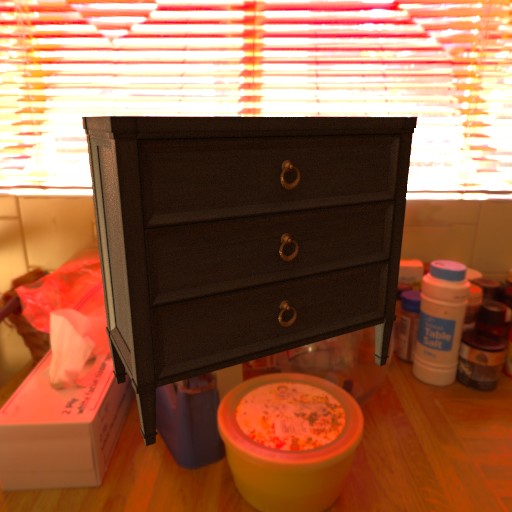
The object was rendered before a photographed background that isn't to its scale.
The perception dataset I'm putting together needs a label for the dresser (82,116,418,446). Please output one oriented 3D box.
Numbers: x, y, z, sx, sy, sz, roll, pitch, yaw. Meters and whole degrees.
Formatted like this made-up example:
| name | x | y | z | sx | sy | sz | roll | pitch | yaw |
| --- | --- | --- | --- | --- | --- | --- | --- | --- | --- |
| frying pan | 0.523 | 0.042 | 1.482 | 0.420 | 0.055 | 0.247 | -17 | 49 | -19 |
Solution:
| name | x | y | z | sx | sy | sz | roll | pitch | yaw |
| --- | --- | --- | --- | --- | --- | --- | --- | --- | --- |
| dresser | 0.000 | 0.000 | 1.644 | 1.049 | 0.986 | 0.463 | -9 | 19 | -27 |
